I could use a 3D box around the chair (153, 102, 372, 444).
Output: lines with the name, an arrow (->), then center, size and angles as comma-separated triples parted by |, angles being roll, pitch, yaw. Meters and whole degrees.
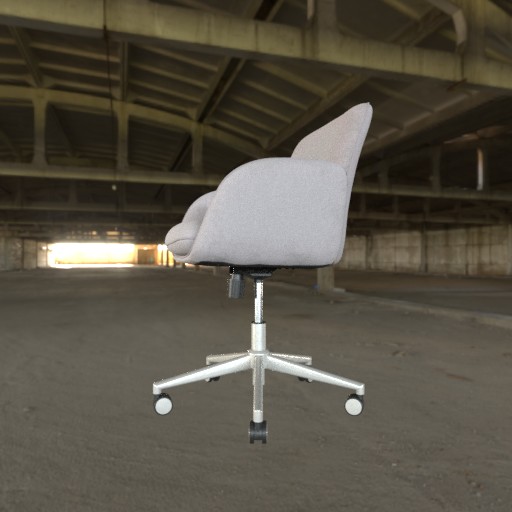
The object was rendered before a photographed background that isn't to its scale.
chair -> 0.000, 0.000, 1.441 | 0.654, 0.959, 0.648 | 0, 0, -17
